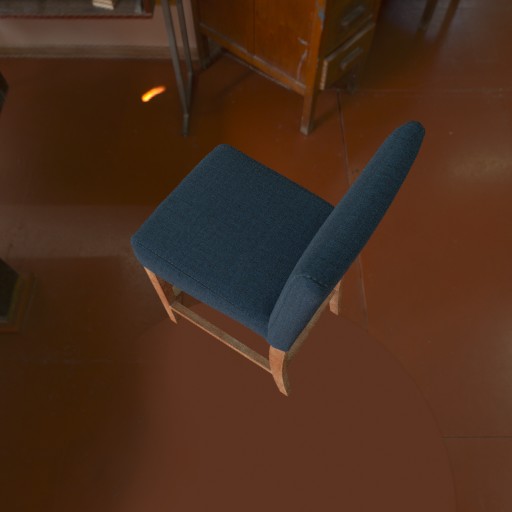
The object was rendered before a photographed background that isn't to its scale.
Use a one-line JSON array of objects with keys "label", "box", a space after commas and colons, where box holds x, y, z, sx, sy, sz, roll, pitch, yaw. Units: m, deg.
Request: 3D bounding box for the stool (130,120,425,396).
[{"label": "stool", "box": [0.000, 0.000, 1.323, 0.567, 1.039, 0.454, 31, 67, 14]}]
